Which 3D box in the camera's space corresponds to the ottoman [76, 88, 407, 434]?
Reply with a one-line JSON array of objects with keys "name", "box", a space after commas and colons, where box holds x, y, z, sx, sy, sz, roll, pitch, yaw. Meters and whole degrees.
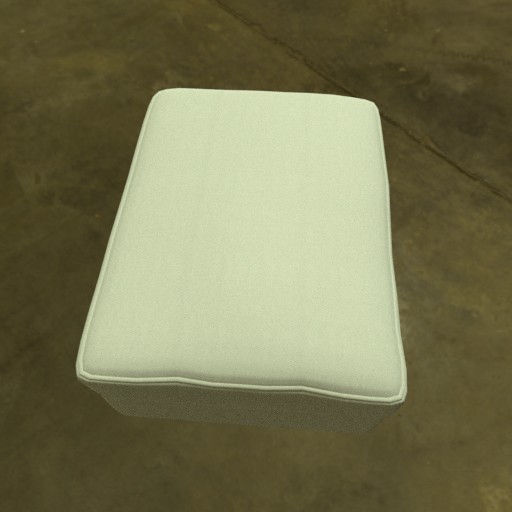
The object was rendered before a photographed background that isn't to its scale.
[{"name": "ottoman", "box": [0.000, 0.000, 1.167, 0.634, 0.496, 0.818, 4, 59, 2]}]
